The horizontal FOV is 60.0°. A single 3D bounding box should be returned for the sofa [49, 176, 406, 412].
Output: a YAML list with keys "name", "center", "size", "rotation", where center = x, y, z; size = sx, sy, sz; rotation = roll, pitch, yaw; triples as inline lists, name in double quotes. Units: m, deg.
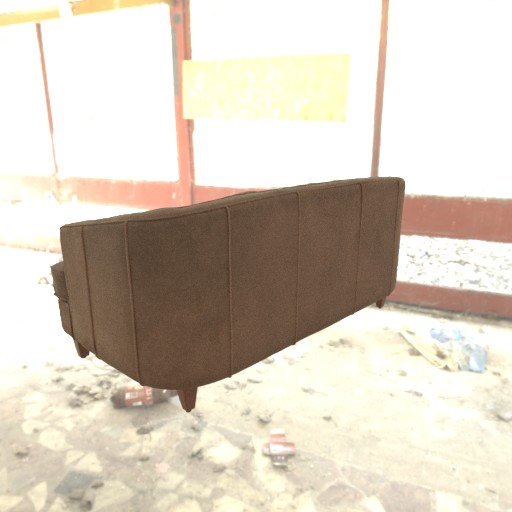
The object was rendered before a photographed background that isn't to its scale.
- name: "sofa"
  center: [0.000, 0.000, 2.274]
  size: [0.917, 0.799, 1.767]
  rotation: [15, 22, 42]
